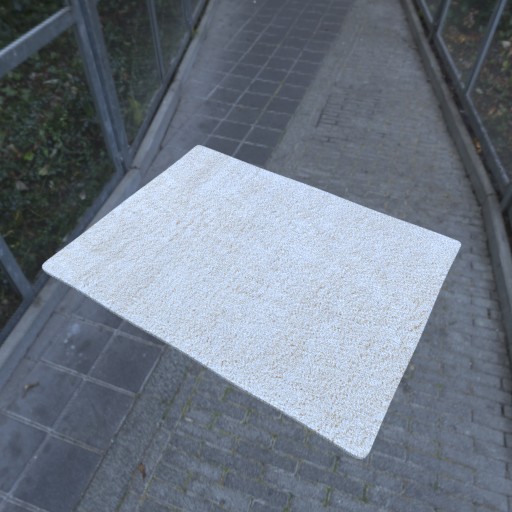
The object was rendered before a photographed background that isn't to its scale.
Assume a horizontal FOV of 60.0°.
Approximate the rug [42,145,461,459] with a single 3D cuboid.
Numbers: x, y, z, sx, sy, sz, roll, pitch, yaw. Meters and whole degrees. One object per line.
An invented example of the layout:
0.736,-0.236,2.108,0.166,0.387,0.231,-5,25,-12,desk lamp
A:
0.000,0.000,2.094,1.600,0.027,1.200,25,51,22,rug
